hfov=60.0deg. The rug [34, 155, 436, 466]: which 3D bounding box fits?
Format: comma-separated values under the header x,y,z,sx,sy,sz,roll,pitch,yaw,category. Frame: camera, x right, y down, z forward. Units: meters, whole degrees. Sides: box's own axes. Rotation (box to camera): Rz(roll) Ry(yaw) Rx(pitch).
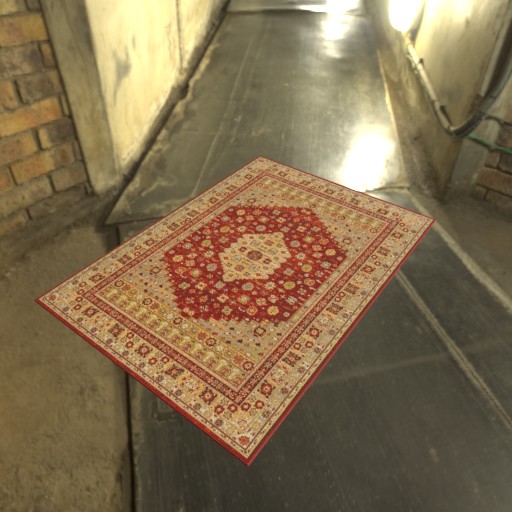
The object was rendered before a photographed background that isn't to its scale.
x,y,z,sx,sy,sz,roll,pitch,yaw,category
0.000,0.000,2.903,1.593,0.013,2.211,26,47,27,rug
